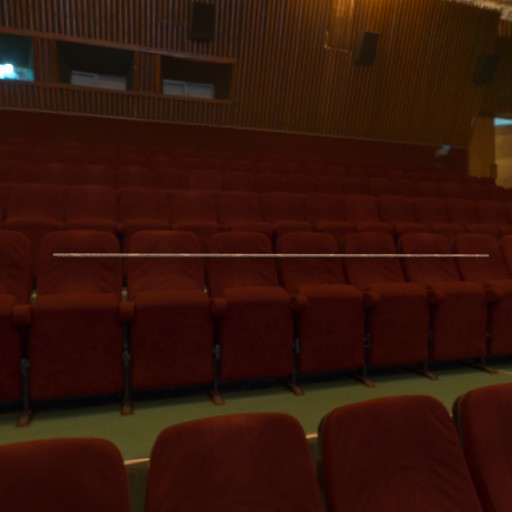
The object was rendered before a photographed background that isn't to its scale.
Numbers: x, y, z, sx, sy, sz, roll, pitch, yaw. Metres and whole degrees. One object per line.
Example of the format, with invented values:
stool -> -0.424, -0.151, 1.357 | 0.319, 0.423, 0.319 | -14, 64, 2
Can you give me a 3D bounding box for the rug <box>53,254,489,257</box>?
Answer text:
rug -> 0.000, 0.000, 2.662 | 2.080, 0.010, 1.451 | 0, 0, -19
